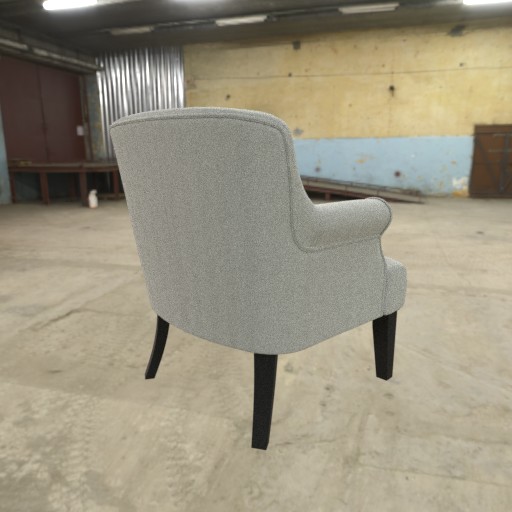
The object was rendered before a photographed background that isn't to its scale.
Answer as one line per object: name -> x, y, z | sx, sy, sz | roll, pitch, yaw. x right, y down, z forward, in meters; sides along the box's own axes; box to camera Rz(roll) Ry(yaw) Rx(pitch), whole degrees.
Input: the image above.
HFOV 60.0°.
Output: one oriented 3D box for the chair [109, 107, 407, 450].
chair -> 0.000, 0.000, 1.461 | 0.781, 0.875, 0.750 | 12, 18, 43
